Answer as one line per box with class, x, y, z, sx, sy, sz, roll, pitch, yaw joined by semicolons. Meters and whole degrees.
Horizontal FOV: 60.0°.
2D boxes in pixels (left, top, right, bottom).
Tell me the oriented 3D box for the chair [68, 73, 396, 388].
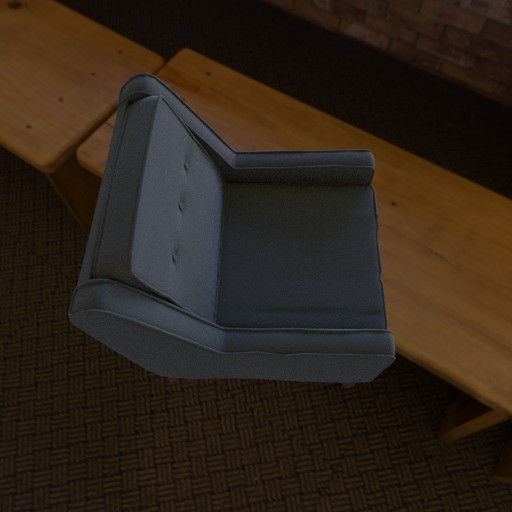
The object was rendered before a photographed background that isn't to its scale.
chair;0.000;0.000;1.307;0.733;0.780;0.663;2;63;1
